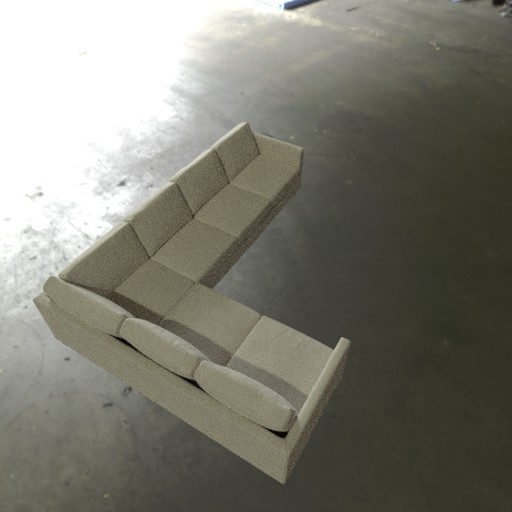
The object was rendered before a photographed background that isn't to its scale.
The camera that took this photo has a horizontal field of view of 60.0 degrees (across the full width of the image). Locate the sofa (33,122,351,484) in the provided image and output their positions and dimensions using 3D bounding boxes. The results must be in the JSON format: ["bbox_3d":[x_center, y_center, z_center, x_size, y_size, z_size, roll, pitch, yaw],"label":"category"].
[{"bbox_3d":[0.000,0.000,4.327,2.432,0.863,3.182,24,51,21],"label":"sofa"}]
